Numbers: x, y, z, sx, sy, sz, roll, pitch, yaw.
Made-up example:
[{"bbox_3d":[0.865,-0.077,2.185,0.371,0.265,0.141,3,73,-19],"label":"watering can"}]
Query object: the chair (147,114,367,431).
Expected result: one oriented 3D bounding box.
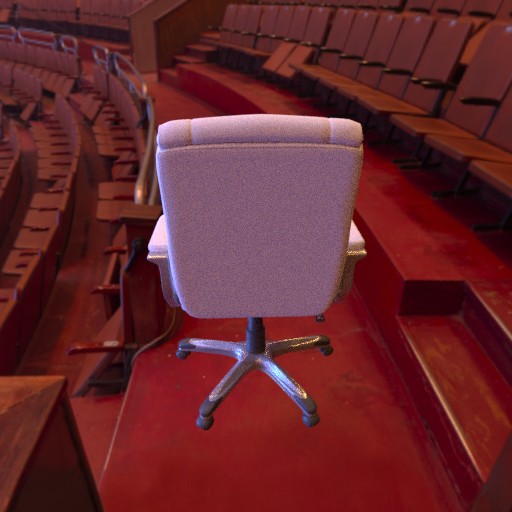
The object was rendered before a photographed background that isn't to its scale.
[{"bbox_3d":[0.000,0.000,1.575,0.687,1.120,0.738,-1,29,-2],"label":"chair"}]
